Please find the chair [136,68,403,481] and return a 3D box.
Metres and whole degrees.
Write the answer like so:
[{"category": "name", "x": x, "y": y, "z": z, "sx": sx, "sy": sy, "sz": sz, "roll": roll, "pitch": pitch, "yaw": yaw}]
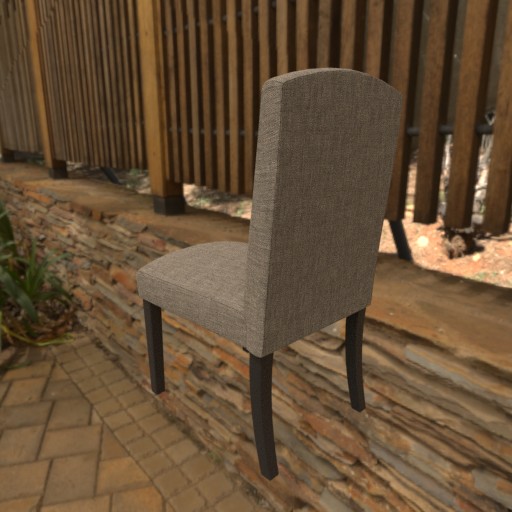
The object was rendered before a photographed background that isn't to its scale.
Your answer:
[{"category": "chair", "x": 0.000, "y": 0.000, "z": 1.232, "sx": 0.451, "sy": 0.917, "sz": 0.580, "roll": -15, "pitch": 21, "yaw": -42}]
